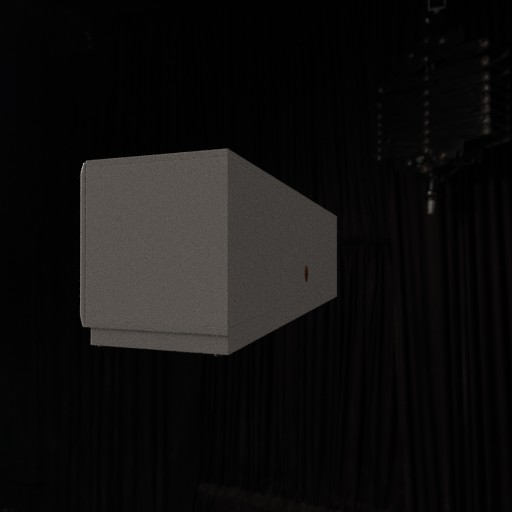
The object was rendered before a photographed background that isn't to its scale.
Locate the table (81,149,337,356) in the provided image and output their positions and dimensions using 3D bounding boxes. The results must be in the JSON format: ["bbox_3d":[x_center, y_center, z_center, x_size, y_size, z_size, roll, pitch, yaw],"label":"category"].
[{"bbox_3d":[0.000,0.000,1.729,0.400,0.440,1.550,0,0,19],"label":"table"}]
